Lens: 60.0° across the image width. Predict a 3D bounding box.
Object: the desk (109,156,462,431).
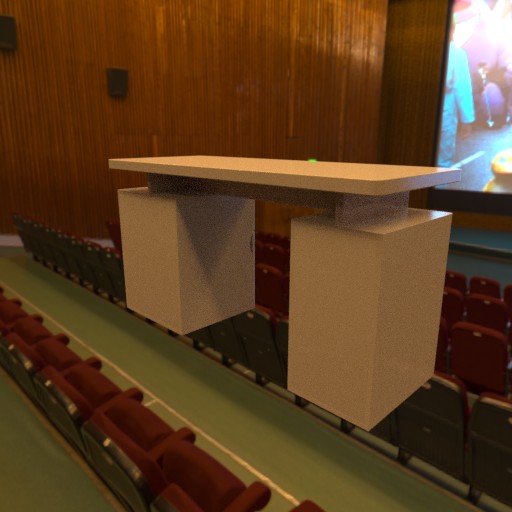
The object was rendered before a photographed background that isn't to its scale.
[{"bbox_3d":[0.000,0.000,1.857,1.400,0.762,0.550,15,21,43],"label":"desk"}]
